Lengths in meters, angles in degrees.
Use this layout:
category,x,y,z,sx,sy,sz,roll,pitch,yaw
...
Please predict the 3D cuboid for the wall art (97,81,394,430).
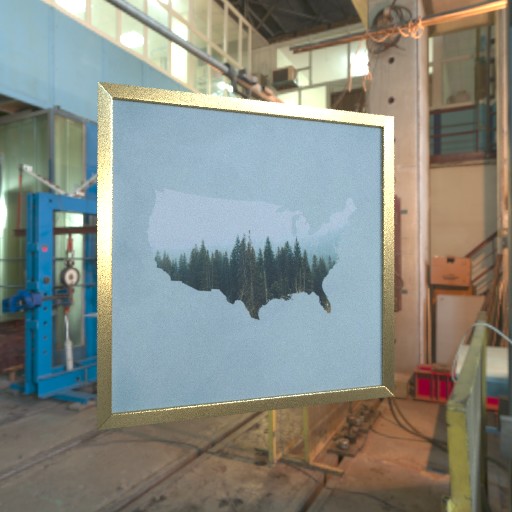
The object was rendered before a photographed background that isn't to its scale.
category,x,y,z,sx,sy,sz,roll,pitch,yaw
wall art,0.000,0.000,0.453,0.304,0.304,0.038,0,0,-18
